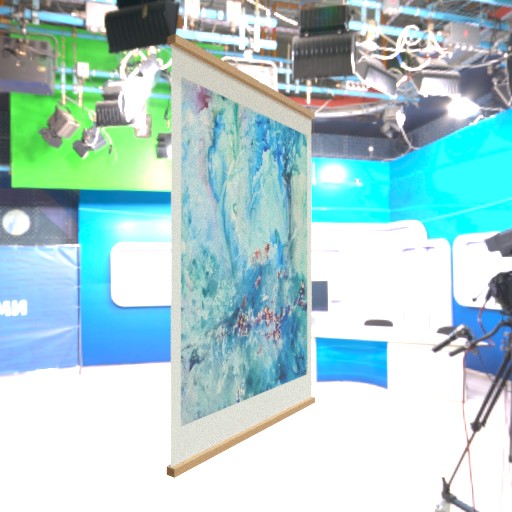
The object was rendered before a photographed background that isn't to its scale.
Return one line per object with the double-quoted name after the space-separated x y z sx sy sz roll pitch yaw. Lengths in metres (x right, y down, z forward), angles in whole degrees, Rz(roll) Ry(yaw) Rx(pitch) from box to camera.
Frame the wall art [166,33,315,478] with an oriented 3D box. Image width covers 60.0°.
0.000 0.000 0.776 0.016 0.611 0.401 -1 -1 36 "wall art"
